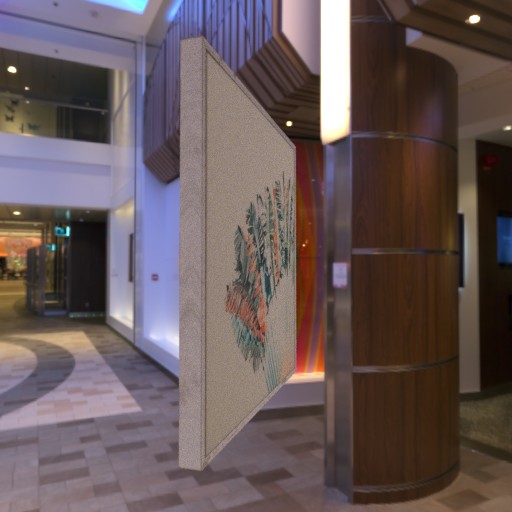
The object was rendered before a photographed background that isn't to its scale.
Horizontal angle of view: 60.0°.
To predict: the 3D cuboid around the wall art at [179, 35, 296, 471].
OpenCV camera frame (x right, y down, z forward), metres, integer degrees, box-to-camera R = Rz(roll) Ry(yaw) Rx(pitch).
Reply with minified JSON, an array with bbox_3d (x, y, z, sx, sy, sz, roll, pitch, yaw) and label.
[{"bbox_3d":[0.000,0.000,0.761,0.029,0.506,0.508,0,-1,17],"label":"wall art"}]
